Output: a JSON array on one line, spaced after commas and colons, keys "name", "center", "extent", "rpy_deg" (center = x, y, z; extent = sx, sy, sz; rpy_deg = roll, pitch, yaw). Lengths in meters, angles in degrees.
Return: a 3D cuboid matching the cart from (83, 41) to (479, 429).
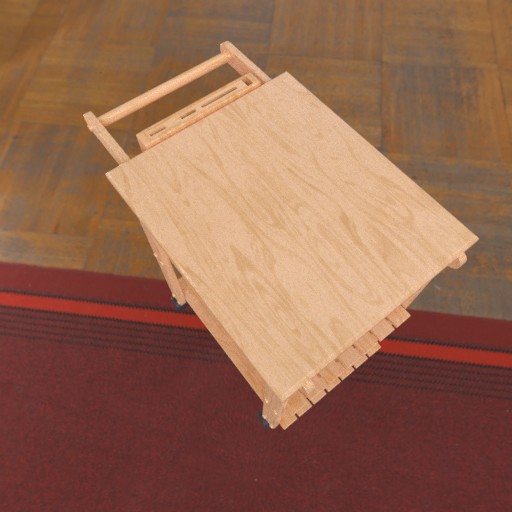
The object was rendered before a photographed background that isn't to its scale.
[{"name": "cart", "center": [0.000, 0.000, 1.326], "extent": [0.520, 0.816, 0.843], "rpy_deg": [-35, 68, -16]}]
